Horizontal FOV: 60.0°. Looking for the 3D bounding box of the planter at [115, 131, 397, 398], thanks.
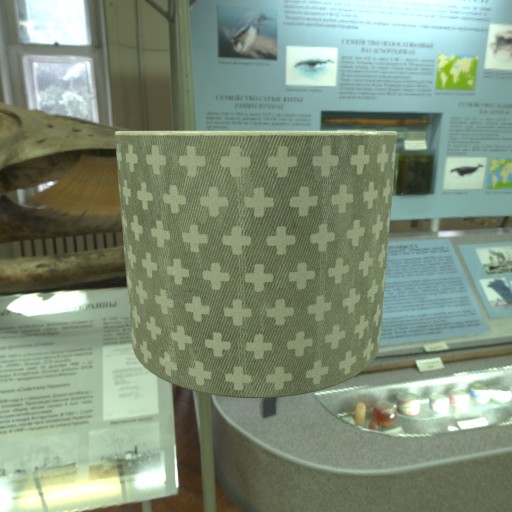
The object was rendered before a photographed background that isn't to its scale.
[{"bbox_3d":[0.000,0.000,0.336,0.190,0.181,0.190,0,15,0],"label":"planter"}]
